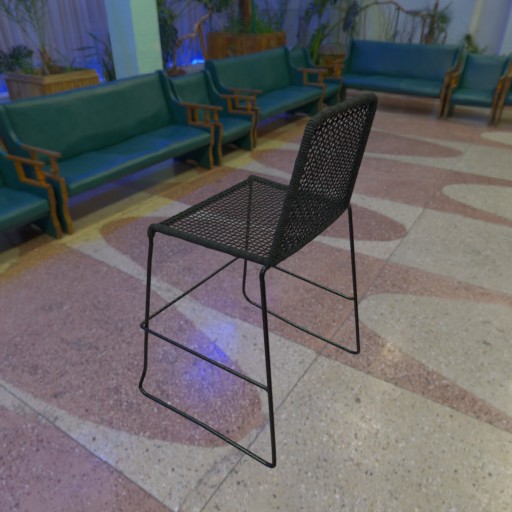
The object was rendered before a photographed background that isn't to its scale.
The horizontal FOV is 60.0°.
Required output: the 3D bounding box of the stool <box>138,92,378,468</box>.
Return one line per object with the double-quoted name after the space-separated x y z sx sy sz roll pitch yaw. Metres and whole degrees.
0.000 0.000 1.257 0.509 0.905 0.590 21 37 30 "stool"
